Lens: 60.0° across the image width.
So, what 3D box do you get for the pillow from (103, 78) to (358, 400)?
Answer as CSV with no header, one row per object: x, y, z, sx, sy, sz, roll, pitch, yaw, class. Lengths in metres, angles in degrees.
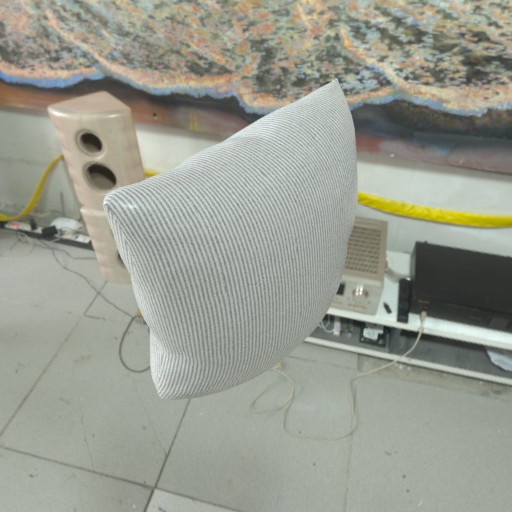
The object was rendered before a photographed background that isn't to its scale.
0.000,0.000,0.705,0.387,0.432,0.310,-11,43,-11,pillow
